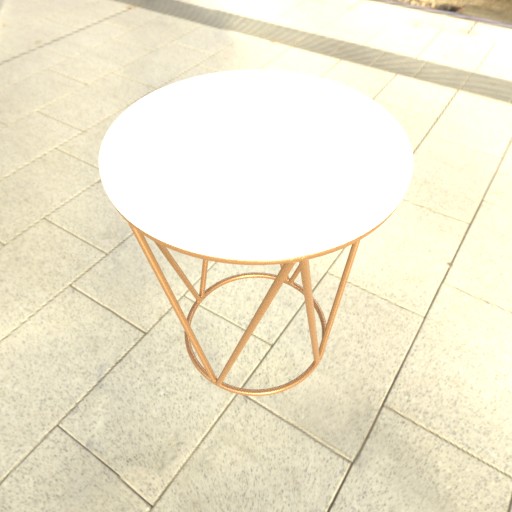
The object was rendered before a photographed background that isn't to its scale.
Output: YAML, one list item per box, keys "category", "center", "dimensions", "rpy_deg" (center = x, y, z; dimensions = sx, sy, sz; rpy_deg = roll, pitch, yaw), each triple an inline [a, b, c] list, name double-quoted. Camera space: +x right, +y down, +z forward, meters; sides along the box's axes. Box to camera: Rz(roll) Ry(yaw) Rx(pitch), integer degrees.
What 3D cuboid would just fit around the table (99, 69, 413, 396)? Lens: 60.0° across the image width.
- category: "table"
  center: [0.000, 0.000, 0.931]
  dimensions: [0.500, 0.564, 0.500]
  rpy_deg: [0, 48, 0]
